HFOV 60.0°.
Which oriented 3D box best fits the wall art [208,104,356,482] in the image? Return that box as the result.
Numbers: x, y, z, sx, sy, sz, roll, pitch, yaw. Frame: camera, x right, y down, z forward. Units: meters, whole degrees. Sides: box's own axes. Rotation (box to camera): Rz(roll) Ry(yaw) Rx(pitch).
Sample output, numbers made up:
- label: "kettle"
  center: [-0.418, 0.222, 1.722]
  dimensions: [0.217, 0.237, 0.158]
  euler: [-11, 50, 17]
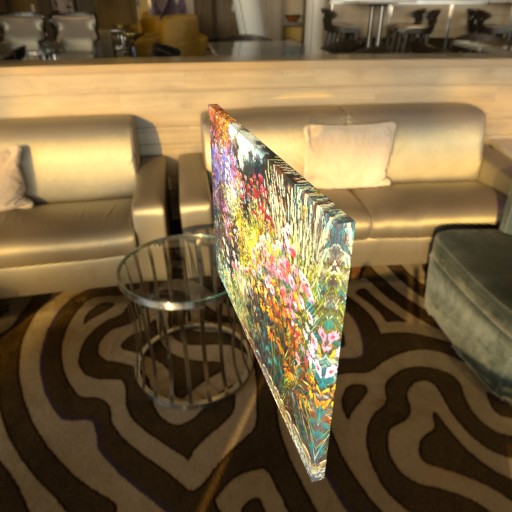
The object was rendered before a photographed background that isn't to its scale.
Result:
- label: "wall art"
  center: [0.000, 0.000, 1.465]
  dimensions: [0.042, 0.760, 1.136]
  euler: [-9, 31, -15]
